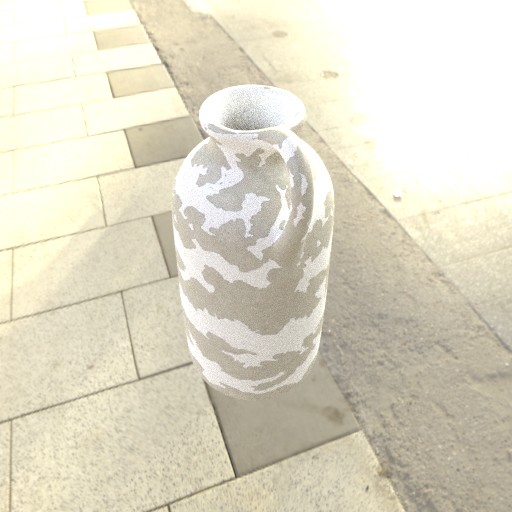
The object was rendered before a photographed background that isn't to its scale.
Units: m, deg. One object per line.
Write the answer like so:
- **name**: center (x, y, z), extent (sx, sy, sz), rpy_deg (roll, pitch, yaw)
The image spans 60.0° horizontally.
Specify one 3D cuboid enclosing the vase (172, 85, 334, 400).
- **vase**: center (0.000, 0.000, 0.503), extent (0.186, 0.382, 0.203), rpy_deg (-16, 49, -15)
